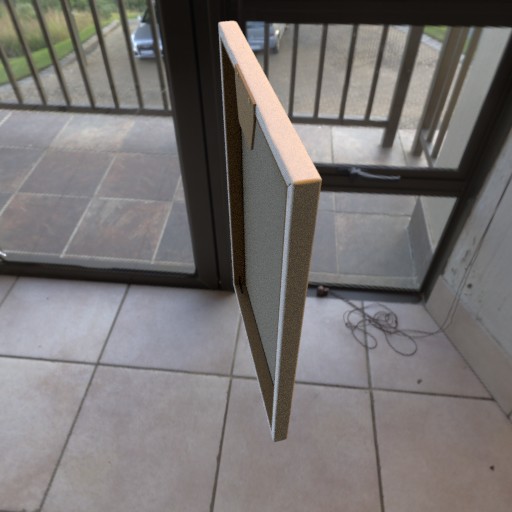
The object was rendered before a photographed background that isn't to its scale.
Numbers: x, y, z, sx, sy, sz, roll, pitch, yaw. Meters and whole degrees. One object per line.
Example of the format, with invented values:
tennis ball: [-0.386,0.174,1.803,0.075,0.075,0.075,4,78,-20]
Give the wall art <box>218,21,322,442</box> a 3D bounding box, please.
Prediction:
wall art: [0.000,0.000,1.128,0.048,0.916,0.602,-9,48,-9]
